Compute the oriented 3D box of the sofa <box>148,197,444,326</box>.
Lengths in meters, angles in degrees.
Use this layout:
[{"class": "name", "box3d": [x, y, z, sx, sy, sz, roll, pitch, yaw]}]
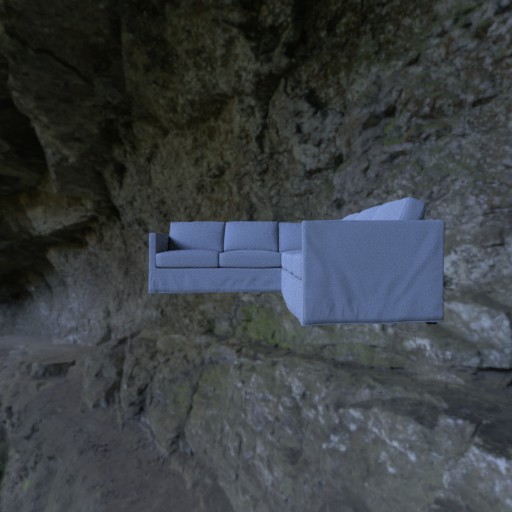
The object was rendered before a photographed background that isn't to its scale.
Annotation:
[{"class": "sofa", "box3d": [0.000, 0.000, 4.436, 2.432, 0.871, 3.182, 0, 1, 0]}]
